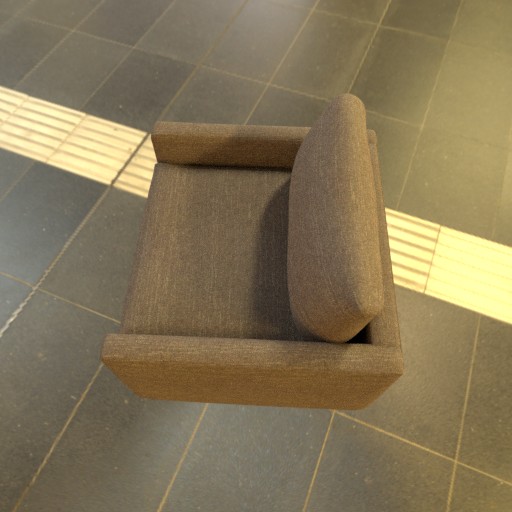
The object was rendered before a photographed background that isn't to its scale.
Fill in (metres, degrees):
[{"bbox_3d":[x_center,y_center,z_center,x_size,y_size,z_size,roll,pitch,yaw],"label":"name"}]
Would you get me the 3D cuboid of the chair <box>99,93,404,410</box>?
[{"bbox_3d":[0.000,0.000,1.572,0.845,0.841,0.940,2,60,1],"label":"chair"}]
